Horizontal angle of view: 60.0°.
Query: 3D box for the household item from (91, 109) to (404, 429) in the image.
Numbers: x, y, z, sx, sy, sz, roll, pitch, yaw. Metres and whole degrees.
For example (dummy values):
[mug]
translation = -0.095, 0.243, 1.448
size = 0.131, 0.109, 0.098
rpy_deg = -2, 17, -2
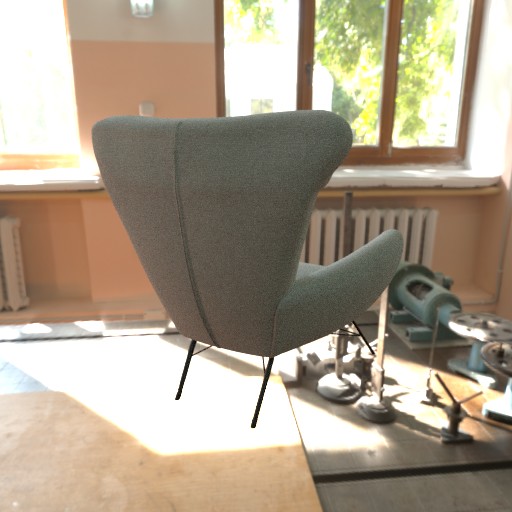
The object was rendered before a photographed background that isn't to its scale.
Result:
[household item]
translation = 0.000, 0.000, 1.742
size = 0.980, 1.050, 0.900
rpy_deg = 8, 17, 28
